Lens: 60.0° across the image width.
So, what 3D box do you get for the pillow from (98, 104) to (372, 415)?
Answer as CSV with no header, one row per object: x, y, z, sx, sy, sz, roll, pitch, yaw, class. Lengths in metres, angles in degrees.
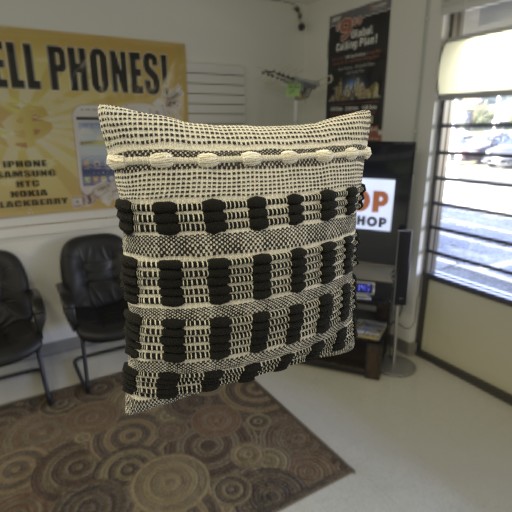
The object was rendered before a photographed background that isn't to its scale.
0.000,0.000,0.689,0.436,0.438,0.156,-9,18,-27,pillow
